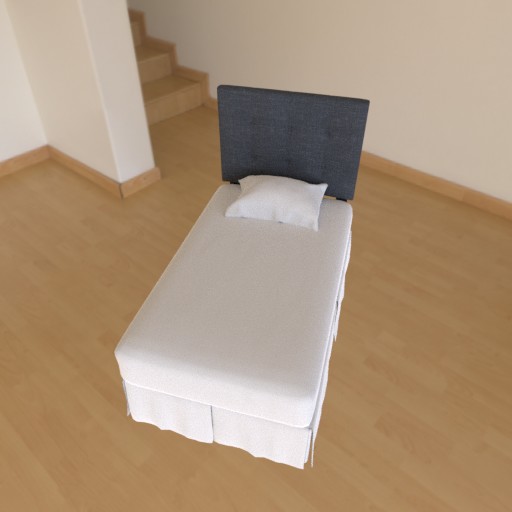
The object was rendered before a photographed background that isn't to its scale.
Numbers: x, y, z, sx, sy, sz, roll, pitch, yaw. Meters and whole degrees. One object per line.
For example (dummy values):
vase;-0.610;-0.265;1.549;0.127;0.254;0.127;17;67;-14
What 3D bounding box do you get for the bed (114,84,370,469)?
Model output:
bed;0.000;0.000;3.045;1.261;1.571;1.997;10;42;12
